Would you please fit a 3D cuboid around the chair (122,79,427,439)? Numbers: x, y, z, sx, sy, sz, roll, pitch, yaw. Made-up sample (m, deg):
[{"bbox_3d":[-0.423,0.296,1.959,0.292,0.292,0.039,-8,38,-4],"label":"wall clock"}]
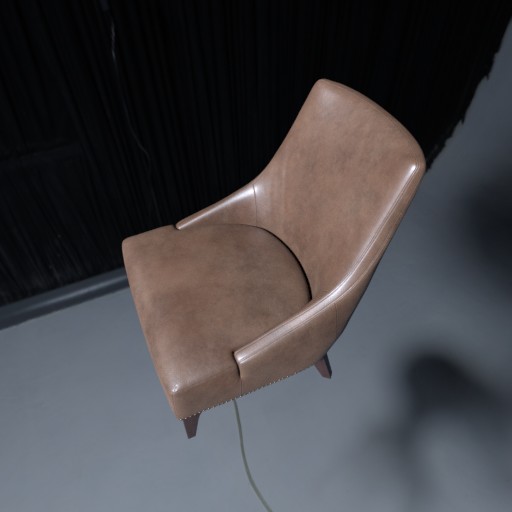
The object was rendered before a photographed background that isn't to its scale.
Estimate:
[{"bbox_3d":[0.000,0.000,1.525,0.861,0.909,0.701,-17,49,-16],"label":"chair"}]
